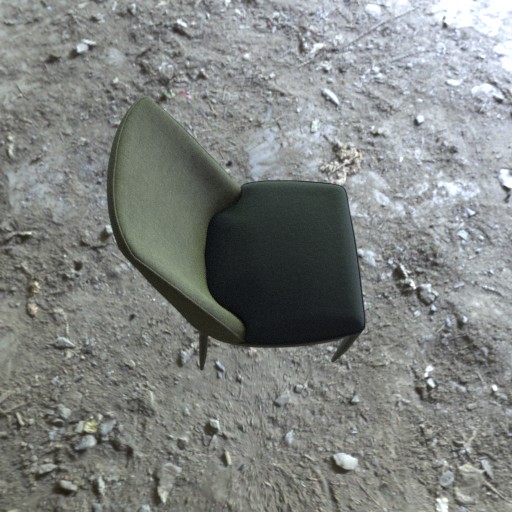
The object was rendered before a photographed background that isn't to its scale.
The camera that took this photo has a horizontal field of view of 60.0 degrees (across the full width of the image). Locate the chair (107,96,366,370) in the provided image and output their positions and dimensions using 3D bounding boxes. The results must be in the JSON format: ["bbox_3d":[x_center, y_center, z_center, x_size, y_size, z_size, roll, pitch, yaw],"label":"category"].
[{"bbox_3d":[0.000,0.000,1.194,0.550,0.855,0.488,-2,65,-1],"label":"chair"}]
